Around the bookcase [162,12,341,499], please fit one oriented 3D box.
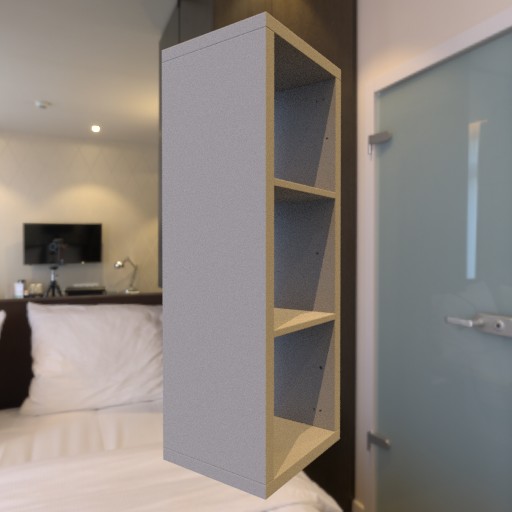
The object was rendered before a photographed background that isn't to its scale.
[{"bbox_3d":[0.000,0.000,1.234,0.330,1.080,0.390,1,1,35],"label":"bookcase"}]
